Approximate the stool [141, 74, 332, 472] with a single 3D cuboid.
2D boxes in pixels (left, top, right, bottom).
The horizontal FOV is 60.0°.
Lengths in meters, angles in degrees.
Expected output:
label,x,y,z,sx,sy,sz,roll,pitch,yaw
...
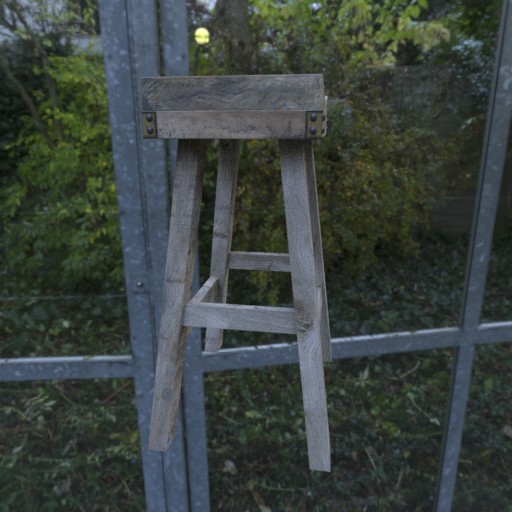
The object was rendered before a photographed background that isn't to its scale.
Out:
label,x,y,z,sx,sy,sz,roll,pitch,yaw
stool,0.000,0.000,0.897,0.330,0.635,0.450,3,16,9
